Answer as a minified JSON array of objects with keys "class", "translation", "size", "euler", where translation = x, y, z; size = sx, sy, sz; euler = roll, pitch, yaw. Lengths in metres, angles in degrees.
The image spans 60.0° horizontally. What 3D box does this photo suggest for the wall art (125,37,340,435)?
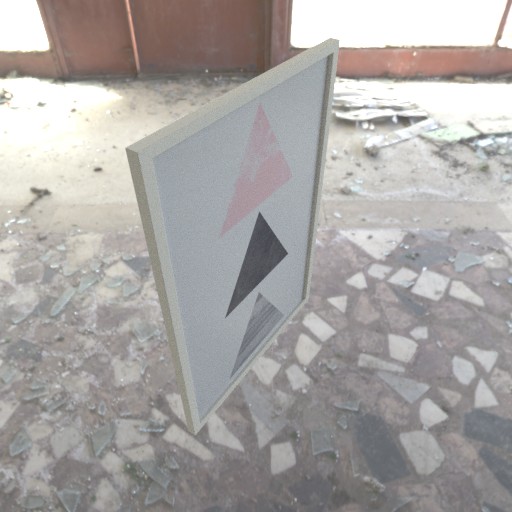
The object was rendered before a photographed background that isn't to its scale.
[{"class":"wall art","translation":[0.000,0.000,0.551],"size":[0.013,0.433,0.303],"euler":[26,49,25]}]
